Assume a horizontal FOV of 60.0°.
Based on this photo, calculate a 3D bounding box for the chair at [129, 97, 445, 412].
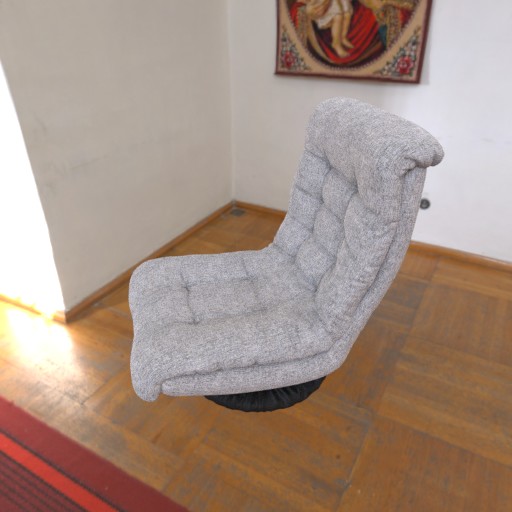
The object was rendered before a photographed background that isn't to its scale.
[{"bbox_3d":[0.000,0.000,0.967,0.583,0.600,0.400,-8,32,-13],"label":"chair"}]
